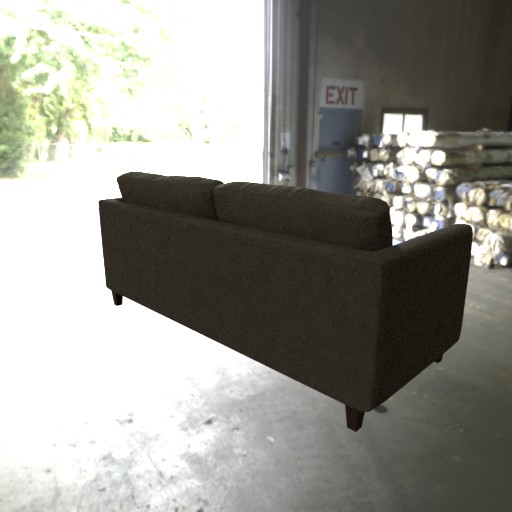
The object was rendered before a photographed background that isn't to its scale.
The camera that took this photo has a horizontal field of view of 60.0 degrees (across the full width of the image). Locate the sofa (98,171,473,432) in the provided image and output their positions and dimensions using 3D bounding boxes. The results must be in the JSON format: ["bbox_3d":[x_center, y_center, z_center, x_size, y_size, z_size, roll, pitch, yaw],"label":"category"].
[{"bbox_3d":[0.000,0.000,2.705,2.208,0.965,0.951,15,21,43],"label":"sofa"}]
